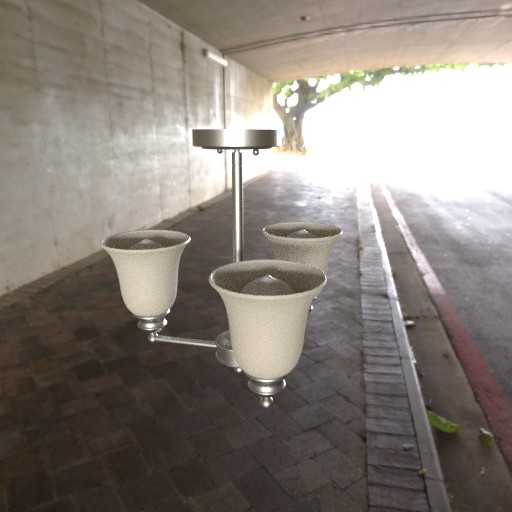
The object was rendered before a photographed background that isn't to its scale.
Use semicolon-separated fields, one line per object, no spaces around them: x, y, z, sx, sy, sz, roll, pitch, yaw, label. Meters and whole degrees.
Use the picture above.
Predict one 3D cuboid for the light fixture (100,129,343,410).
0.000;0.000;0.674;0.388;0.370;0.354;15;22;42;light fixture
